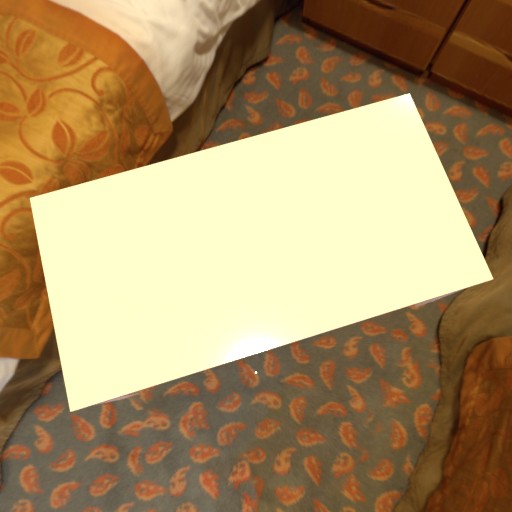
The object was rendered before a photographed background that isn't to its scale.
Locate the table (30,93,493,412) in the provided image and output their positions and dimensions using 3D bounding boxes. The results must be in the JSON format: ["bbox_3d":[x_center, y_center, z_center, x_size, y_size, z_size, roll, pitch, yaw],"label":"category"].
[{"bbox_3d":[0.000,0.000,1.657,1.350,0.470,0.700,-17,76,-4],"label":"table"}]
